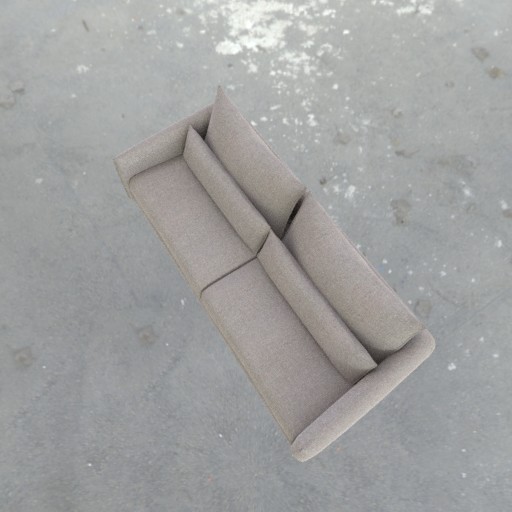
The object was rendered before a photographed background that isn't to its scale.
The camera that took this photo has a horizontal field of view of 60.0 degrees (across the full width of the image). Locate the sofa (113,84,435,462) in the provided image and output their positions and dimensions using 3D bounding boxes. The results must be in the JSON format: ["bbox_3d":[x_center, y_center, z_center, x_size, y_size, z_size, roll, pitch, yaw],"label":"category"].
[{"bbox_3d":[0.000,0.000,2.491,0.809,0.833,2.022,-30,68,-14],"label":"sofa"}]
